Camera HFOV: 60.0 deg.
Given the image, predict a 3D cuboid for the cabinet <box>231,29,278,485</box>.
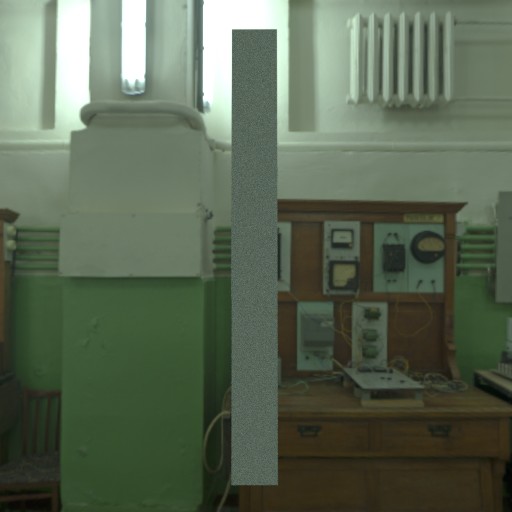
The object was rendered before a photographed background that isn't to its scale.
[{"bbox_3d":[0.000,0.000,2.041,0.192,1.770,0.643,0,-2,0],"label":"cabinet"}]
